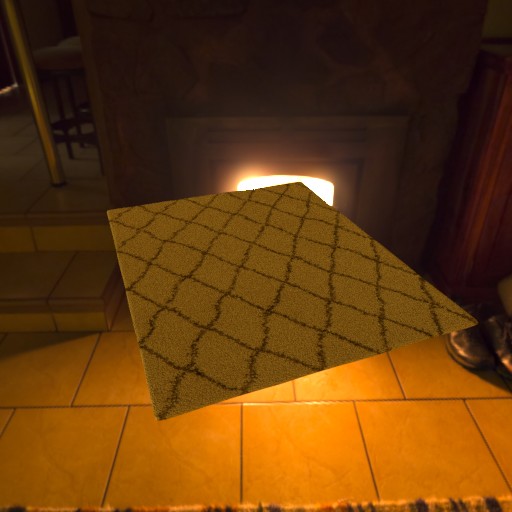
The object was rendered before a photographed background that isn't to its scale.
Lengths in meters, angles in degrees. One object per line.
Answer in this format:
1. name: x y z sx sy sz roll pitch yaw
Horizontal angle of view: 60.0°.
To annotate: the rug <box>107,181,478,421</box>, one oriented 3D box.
1. rug: 0.000 0.000 4.179 2.438 0.029 3.047 -11 33 -18
